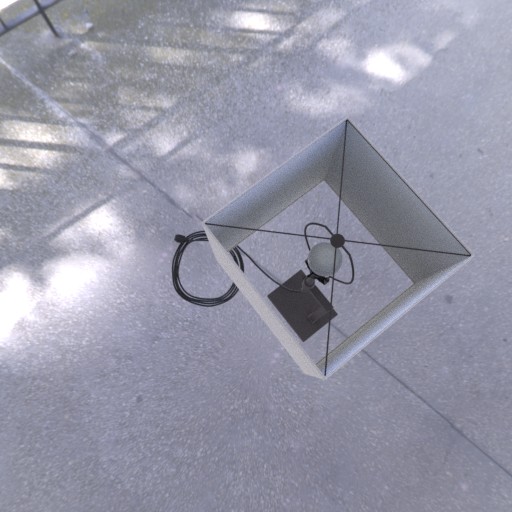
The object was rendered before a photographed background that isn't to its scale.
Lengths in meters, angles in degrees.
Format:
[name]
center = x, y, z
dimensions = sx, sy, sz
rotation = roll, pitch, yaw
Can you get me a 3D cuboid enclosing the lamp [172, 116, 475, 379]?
[lamp]
center = 0.000, 0.000, 0.969
dimensions = 0.399, 0.660, 0.504
rotation = -37, 79, -8
